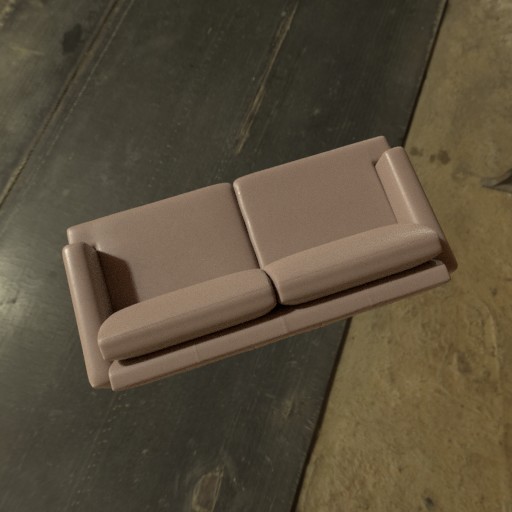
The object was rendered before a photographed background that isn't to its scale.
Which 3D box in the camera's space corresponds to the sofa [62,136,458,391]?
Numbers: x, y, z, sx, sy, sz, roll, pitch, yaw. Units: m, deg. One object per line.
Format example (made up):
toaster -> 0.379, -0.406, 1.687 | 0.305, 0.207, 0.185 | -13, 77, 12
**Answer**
sofa -> 0.000, 0.000, 2.417 | 1.940, 0.765, 0.974 | -17, 75, -5
